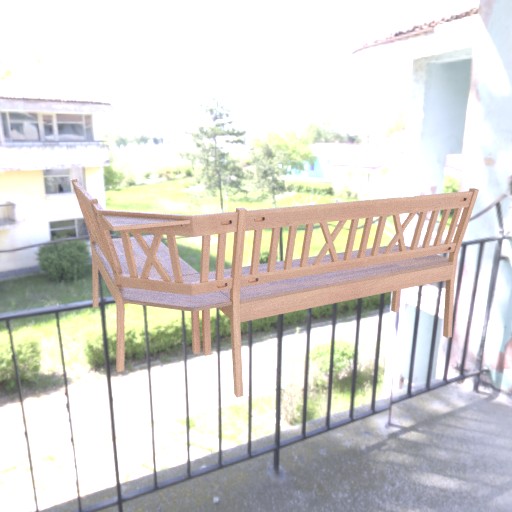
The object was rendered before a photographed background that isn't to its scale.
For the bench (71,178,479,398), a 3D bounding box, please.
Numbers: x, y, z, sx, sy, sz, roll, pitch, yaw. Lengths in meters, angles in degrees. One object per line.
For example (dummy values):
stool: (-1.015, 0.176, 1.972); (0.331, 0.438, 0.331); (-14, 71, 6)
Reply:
bench: (0.000, 0.000, 2.771); (1.937, 0.902, 1.537); (-8, 18, -25)
